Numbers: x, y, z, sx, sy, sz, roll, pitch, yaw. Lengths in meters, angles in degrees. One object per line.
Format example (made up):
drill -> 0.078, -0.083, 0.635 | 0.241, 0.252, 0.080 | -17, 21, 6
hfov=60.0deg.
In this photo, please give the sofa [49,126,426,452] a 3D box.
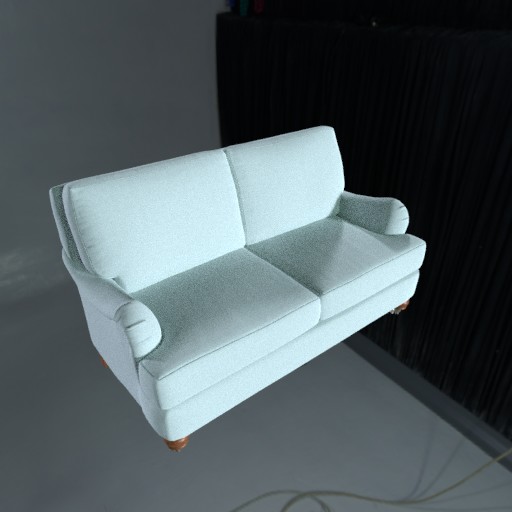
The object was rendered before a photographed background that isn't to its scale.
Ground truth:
sofa -> 0.000, 0.000, 2.504 | 1.853, 1.101, 1.084 | -22, 37, -33
